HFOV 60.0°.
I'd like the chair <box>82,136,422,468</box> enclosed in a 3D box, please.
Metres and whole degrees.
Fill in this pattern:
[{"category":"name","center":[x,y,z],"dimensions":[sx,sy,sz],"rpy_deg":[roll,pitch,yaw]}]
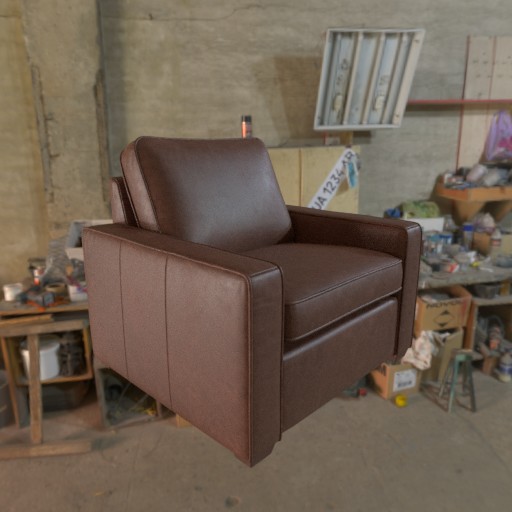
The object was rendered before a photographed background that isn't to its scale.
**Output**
[{"category":"chair","center":[0.000,0.000,1.757],"dimensions":[0.940,0.919,1.017],"rpy_deg":[14,20,42]}]
